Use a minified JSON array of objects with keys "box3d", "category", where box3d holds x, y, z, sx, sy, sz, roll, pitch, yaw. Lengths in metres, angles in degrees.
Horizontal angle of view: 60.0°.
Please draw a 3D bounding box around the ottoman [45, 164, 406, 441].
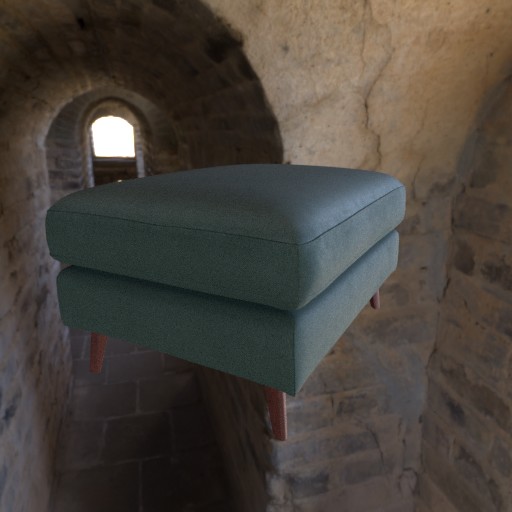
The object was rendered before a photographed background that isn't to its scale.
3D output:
[{"box3d":[0.000,0.000,1.147,0.608,0.449,0.811,9,18,27],"category":"ottoman"}]
